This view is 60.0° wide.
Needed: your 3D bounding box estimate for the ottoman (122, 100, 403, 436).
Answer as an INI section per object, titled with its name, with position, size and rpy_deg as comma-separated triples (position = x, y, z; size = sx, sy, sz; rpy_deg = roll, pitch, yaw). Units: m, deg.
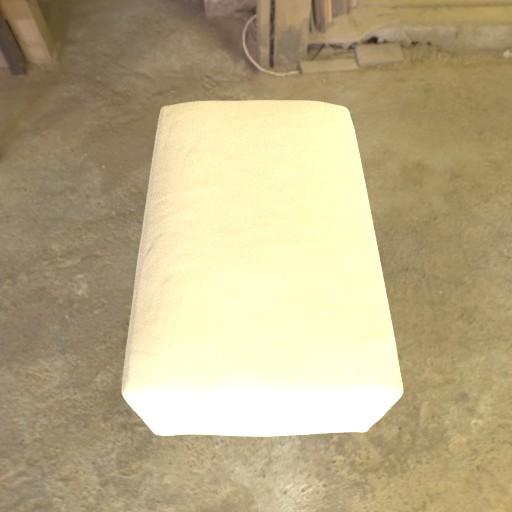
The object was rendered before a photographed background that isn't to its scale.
[ottoman]
position = 0.000, 0.000, 1.223
size = 0.590, 0.444, 0.872
rpy_deg = -1, 58, -1
